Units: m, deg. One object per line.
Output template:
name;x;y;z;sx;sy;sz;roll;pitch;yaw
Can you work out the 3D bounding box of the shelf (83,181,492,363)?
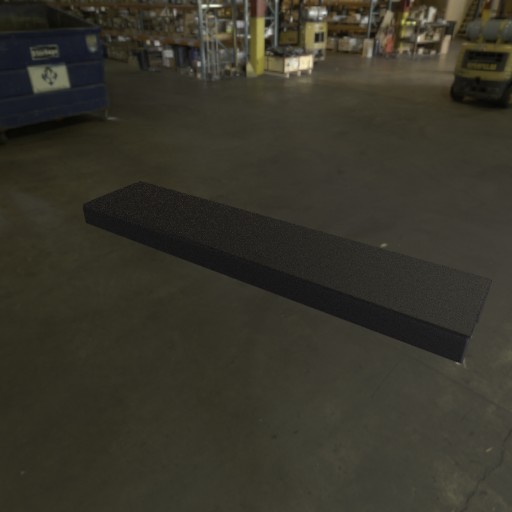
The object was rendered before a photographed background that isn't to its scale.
shelf;0.000;0.000;0.493;0.456;0.053;0.102;19;35;29
